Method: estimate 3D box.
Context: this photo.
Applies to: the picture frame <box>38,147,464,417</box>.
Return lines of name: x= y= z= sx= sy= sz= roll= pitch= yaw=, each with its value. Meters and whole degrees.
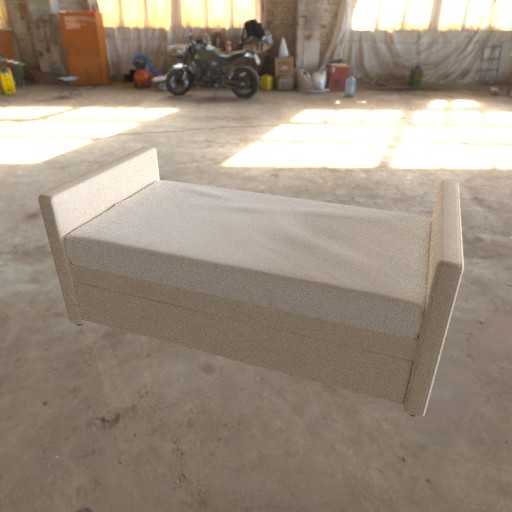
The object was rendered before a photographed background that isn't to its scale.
picture frame: x=0.000 y=0.000 z=2.727 sx=2.161 sy=0.891 sz=1.069 roll=10 pitch=31 yaw=18
